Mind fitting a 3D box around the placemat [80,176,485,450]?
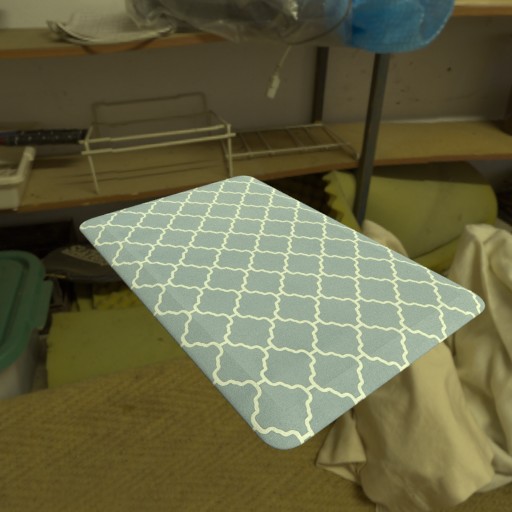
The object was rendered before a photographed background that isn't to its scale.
[{"bbox_3d":[0.000,0.000,0.930,0.508,0.021,0.762,-22,39,-31],"label":"placemat"}]
